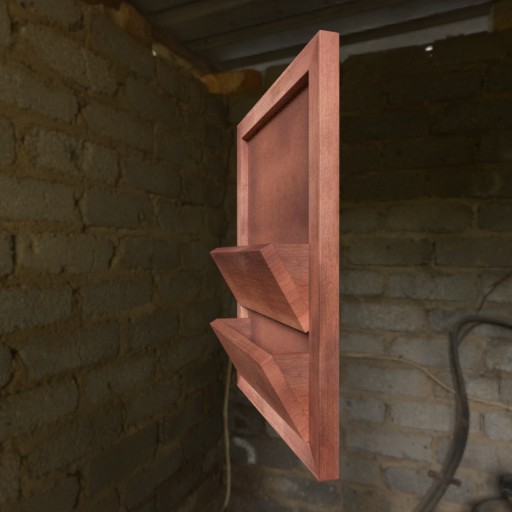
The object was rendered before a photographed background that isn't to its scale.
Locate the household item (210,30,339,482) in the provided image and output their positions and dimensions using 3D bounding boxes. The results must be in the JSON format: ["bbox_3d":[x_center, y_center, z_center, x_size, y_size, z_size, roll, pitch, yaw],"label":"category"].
[{"bbox_3d":[0.000,0.000,0.542,0.067,0.407,0.310,0,0,-16],"label":"household item"}]
